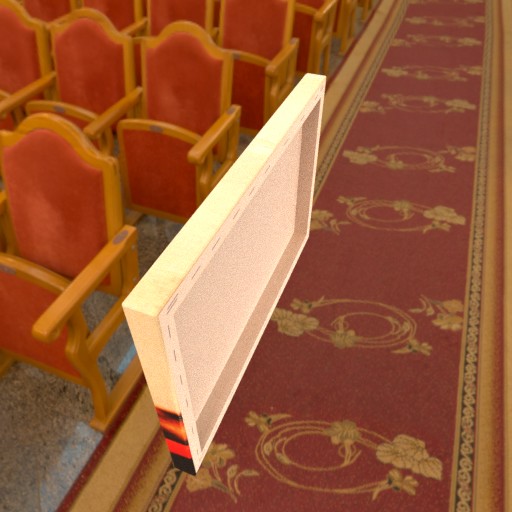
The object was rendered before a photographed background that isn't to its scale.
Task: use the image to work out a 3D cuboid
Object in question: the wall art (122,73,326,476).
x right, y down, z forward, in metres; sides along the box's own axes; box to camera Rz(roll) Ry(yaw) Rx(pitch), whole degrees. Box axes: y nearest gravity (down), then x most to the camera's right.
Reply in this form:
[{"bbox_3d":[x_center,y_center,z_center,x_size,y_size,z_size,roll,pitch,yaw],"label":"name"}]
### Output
[{"bbox_3d":[0.000,0.000,0.769,0.040,0.402,0.613,15,46,16],"label":"wall art"}]
